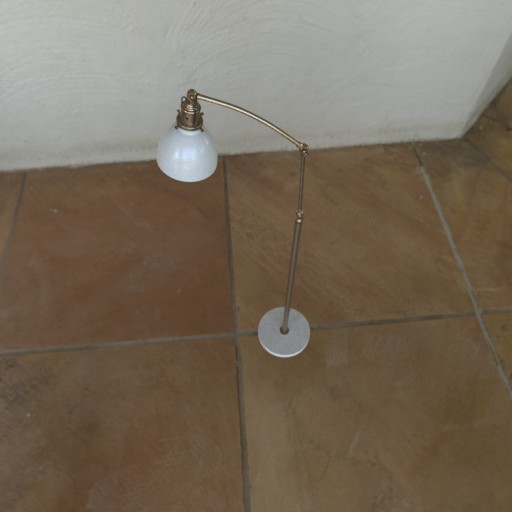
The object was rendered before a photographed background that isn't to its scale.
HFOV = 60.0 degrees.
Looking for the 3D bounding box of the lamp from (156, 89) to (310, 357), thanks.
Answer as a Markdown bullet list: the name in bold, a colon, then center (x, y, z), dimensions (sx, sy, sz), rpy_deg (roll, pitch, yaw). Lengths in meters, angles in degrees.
- **lamp**: center (0.000, 0.000, 1.814), dimensions (0.599, 1.586, 0.288), rpy_deg (-2, 57, -1)
